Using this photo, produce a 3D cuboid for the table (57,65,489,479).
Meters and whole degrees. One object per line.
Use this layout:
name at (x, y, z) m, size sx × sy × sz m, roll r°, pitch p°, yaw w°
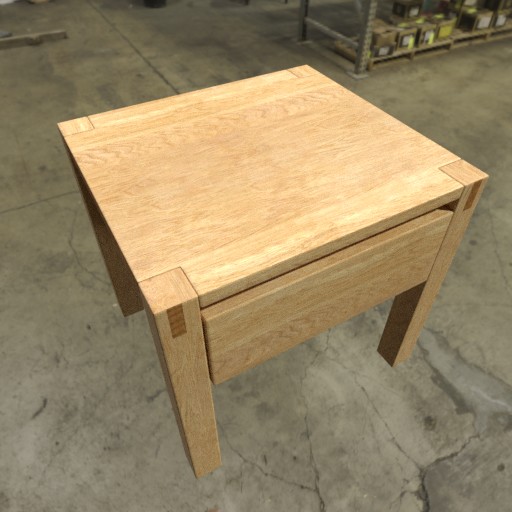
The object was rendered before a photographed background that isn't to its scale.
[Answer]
table at (0.000, 0.000, 0.810) m, size 0.480 × 0.450 × 0.440 m, roll -22°, pitch 49°, yaw -21°
